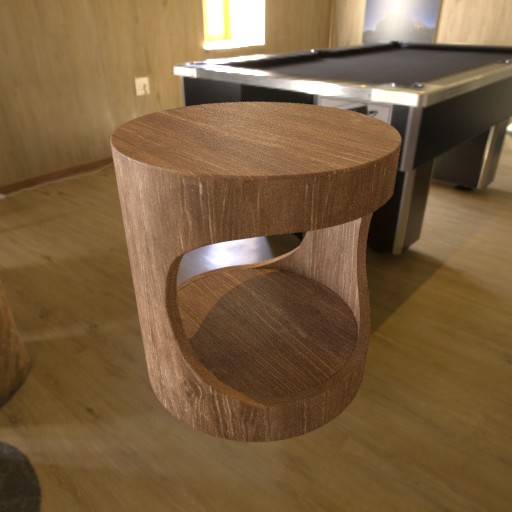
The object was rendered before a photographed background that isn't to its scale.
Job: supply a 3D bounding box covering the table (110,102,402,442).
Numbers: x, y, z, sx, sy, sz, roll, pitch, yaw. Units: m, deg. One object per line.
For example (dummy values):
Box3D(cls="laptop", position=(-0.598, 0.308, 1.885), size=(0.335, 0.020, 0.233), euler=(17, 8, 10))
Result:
Box3D(cls="table", position=(0.000, 0.000, 0.970), size=(0.527, 0.551, 0.527), euler=(0, 30, 0))
